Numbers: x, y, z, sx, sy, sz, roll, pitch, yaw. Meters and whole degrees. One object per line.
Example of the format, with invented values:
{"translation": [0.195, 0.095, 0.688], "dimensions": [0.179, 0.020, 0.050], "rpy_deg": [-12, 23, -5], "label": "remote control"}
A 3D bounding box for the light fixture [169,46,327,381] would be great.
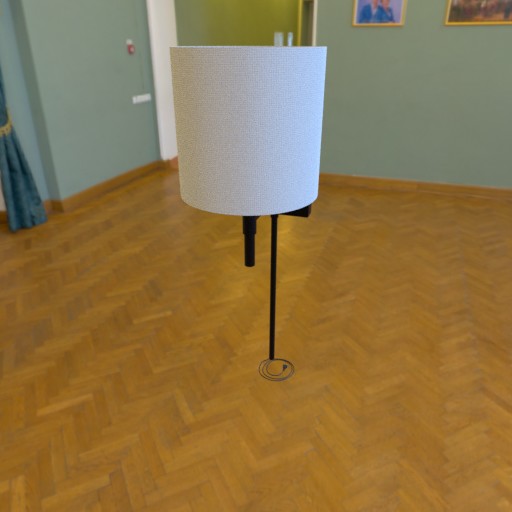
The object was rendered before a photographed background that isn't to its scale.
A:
{"translation": [0.000, 0.000, 0.689], "dimensions": [0.188, 0.589, 0.248], "rpy_deg": [8, 27, 16], "label": "light fixture"}
